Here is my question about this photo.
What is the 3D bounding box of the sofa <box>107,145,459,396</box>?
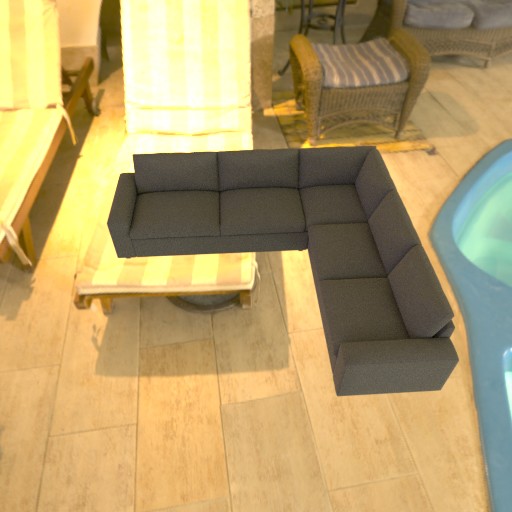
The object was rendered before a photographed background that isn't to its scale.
[{"bbox_3d":[0.000,0.000,4.760,3.277,0.965,2.895,-3,46,-2],"label":"sofa"}]
